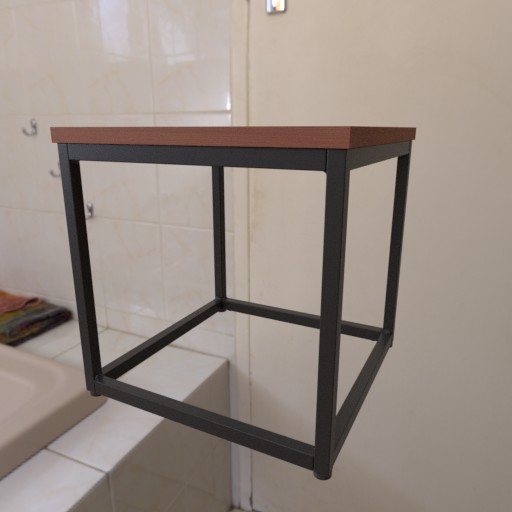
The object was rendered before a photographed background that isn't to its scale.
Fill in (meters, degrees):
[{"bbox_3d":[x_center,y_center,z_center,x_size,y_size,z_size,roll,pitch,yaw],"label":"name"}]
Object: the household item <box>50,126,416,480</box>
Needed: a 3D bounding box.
[{"bbox_3d":[0.000,0.000,0.717,0.400,0.400,0.400,8,18,26],"label":"household item"}]
